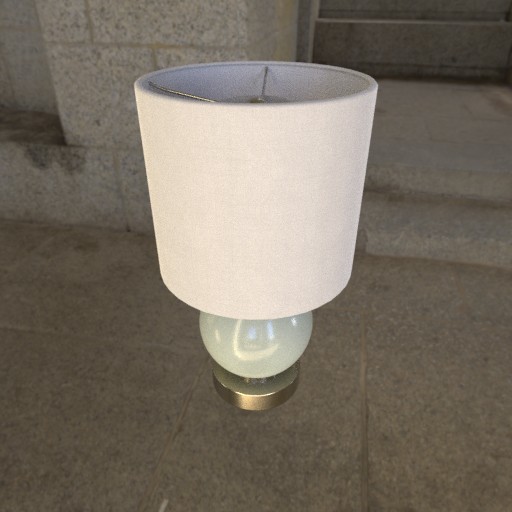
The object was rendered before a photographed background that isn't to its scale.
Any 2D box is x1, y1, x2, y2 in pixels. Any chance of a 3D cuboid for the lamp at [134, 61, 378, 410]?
[{"bbox_3d":[0.000,0.000,0.466,0.201,0.353,0.201,-9,33,-15],"label":"lamp"}]
